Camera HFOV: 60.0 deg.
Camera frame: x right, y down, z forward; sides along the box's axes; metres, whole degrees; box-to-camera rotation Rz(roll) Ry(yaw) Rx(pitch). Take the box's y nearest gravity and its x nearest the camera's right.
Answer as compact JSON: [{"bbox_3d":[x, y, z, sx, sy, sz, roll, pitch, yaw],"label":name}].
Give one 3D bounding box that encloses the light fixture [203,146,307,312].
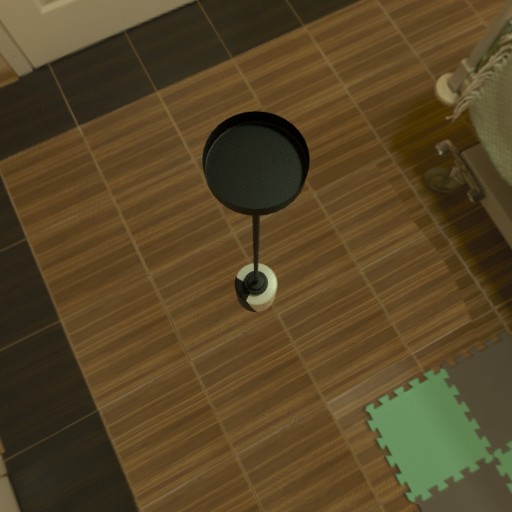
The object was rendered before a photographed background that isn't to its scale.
[{"bbox_3d":[0.000,0.000,0.924,0.123,0.863,0.123,32,77,8],"label":"light fixture"}]
